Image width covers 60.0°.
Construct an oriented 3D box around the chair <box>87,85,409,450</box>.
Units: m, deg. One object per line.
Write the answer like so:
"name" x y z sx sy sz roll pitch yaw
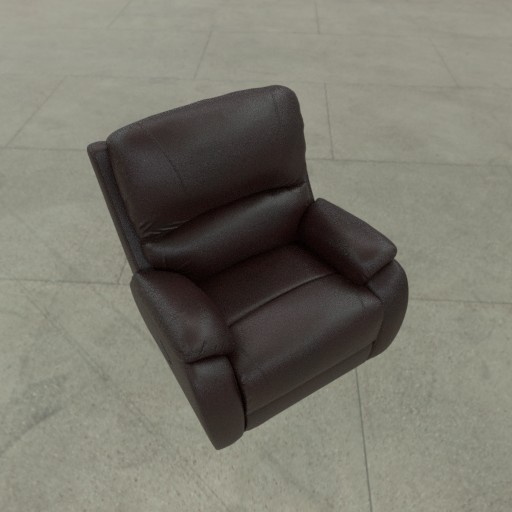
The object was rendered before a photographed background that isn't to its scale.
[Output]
"chair" 0.000 0.000 1.729 0.930 1.011 0.899 -24 50 -22
